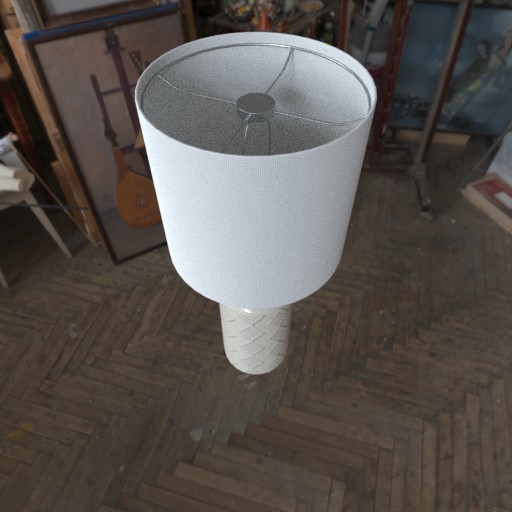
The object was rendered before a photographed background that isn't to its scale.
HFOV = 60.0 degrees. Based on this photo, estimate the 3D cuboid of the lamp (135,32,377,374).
[{"bbox_3d":[0.000,0.000,0.559,0.207,0.461,0.207,17,52,14],"label":"lamp"}]
